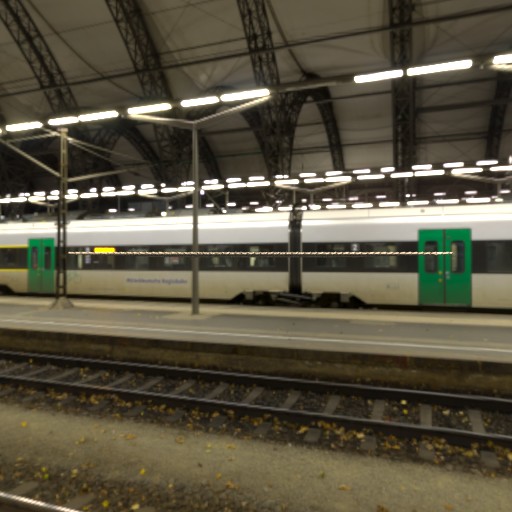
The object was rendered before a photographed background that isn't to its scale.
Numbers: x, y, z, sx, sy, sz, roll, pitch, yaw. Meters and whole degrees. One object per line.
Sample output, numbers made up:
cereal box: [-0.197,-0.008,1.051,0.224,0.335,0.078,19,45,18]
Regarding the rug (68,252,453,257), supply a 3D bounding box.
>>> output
rug: [0.000,0.000,2.968,1.532,0.010,2.441,0,-1,-1]
